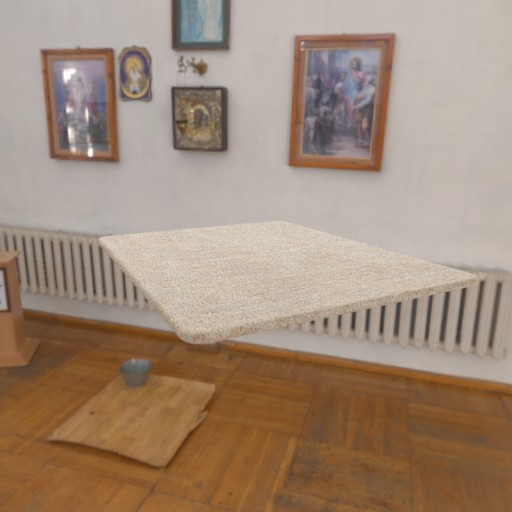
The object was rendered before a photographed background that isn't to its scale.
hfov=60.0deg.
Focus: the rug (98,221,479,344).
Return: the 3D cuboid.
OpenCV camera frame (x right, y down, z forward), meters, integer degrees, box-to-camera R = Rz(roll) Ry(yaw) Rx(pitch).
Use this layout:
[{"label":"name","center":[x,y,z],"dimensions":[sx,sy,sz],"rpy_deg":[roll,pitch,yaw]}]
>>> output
[{"label":"rug","center":[0.000,0.000,3.473],"dimensions":[2.009,0.048,2.528],"rpy_deg":[-7,16,-27]}]
